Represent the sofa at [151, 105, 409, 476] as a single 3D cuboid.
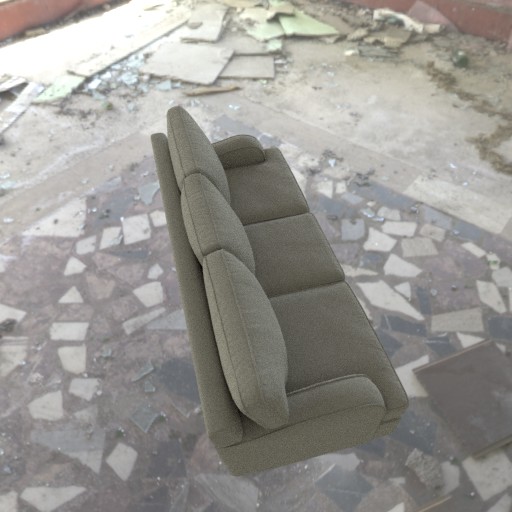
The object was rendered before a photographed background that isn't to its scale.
[{"bbox_3d":[0.000,0.000,2.824,1.016,0.997,2.323,-11,49,-10],"label":"sofa"}]
